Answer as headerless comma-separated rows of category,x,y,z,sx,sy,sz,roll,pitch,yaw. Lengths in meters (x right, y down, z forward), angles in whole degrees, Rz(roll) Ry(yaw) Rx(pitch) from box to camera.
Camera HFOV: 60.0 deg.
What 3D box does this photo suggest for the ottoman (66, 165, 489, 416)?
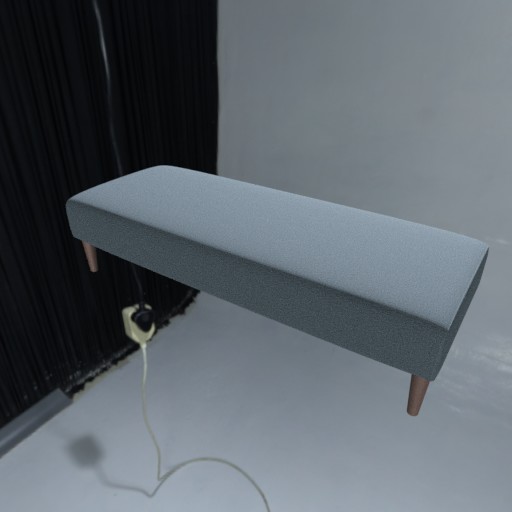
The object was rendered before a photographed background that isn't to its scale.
ottoman,0.000,0.000,1.823,1.609,0.393,0.646,18,34,30
